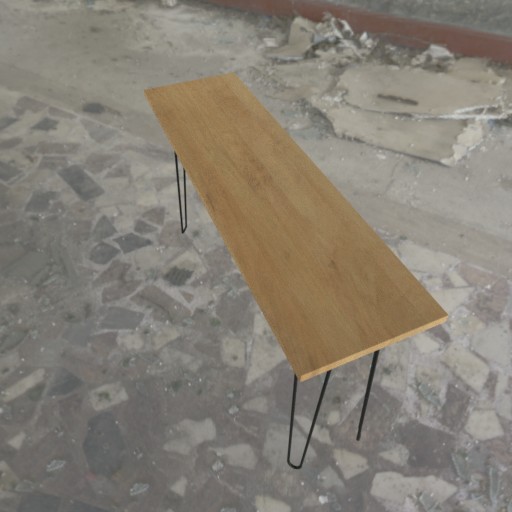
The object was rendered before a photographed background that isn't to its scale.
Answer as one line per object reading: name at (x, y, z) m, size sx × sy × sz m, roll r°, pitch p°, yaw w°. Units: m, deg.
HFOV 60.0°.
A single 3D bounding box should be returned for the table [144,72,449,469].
table at (0.000, 0.000, 1.735) m, size 0.399 × 0.799 × 1.400 m, roll -18°, pitch 50°, yaw -16°
